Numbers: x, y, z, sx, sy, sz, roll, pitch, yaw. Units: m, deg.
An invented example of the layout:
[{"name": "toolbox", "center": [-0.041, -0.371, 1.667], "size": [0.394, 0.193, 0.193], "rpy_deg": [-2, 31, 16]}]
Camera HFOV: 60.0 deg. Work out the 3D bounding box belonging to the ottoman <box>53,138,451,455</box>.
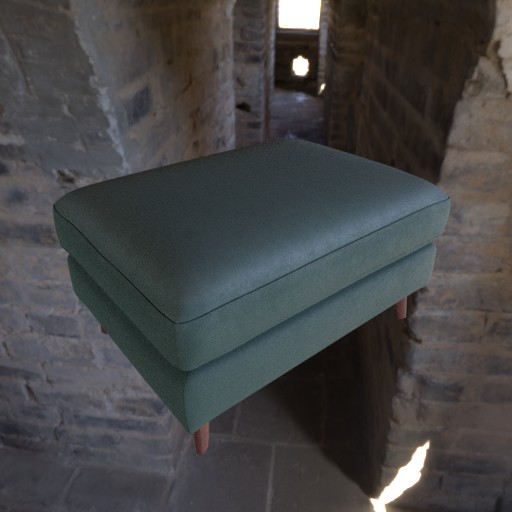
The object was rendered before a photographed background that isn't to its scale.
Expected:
[{"name": "ottoman", "center": [0.000, 0.000, 1.139], "size": [0.811, 0.449, 0.608], "rpy_deg": [-23, 37, -33]}]
